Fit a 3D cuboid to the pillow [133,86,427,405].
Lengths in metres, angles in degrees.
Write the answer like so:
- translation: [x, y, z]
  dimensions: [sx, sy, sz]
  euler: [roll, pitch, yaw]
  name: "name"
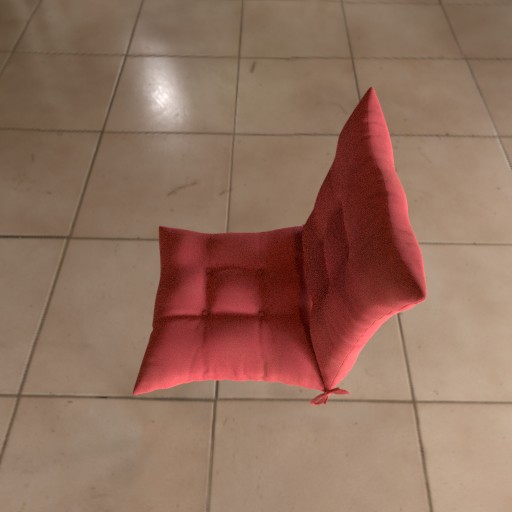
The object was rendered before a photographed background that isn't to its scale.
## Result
- translation: [0.000, 0.000, 1.008]
  dimensions: [0.585, 0.536, 0.541]
  euler: [0, 57, 0]
  name: "pillow"
